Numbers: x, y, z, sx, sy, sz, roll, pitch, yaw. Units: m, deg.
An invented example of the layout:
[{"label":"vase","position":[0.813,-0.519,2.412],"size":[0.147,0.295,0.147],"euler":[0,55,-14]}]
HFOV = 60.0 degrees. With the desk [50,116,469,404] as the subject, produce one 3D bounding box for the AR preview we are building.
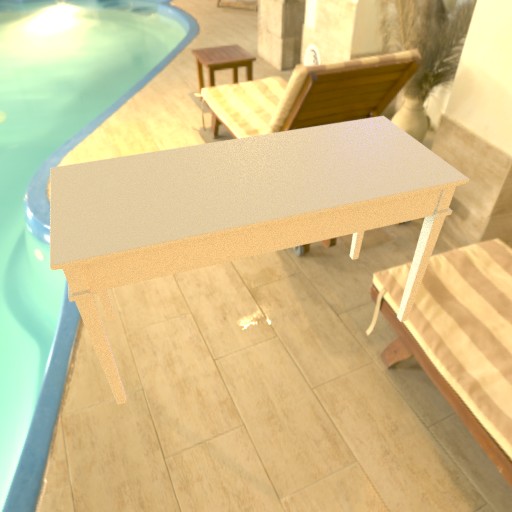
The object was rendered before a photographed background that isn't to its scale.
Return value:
[{"label":"desk","position":[0.000,0.000,1.818],"size":[1.372,0.774,0.559],"euler":[-13,42,-14]}]
